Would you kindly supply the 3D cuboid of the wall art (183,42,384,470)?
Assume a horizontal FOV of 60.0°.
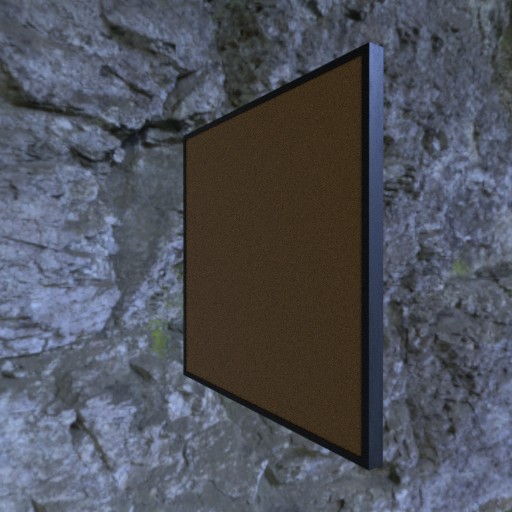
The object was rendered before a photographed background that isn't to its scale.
[{"bbox_3d":[0.000,0.000,1.112,0.039,0.763,0.763,0,0,-35],"label":"wall art"}]
